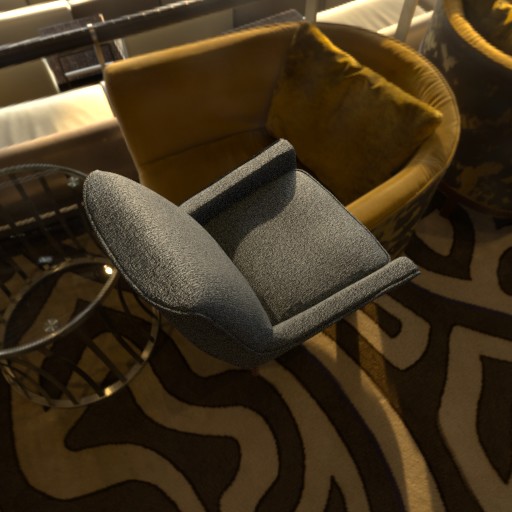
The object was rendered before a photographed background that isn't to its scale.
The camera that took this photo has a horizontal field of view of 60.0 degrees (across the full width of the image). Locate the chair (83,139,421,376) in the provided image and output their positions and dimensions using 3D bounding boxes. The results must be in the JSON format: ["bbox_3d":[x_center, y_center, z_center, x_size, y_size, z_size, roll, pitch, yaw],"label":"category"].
[{"bbox_3d":[0.000,0.000,1.525,0.859,0.883,0.763,-31,64,-17],"label":"chair"}]
